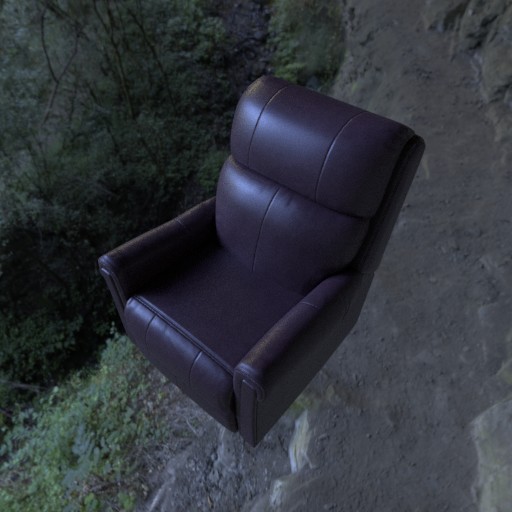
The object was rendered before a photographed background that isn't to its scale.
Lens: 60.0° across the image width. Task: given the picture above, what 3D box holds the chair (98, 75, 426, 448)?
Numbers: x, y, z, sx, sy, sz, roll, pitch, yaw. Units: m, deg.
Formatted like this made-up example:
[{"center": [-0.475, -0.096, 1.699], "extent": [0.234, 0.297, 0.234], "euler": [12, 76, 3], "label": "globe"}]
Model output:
[{"center": [0.000, 0.000, 1.782], "extent": [0.838, 1.054, 1.014], "euler": [32, 54, 26], "label": "chair"}]
